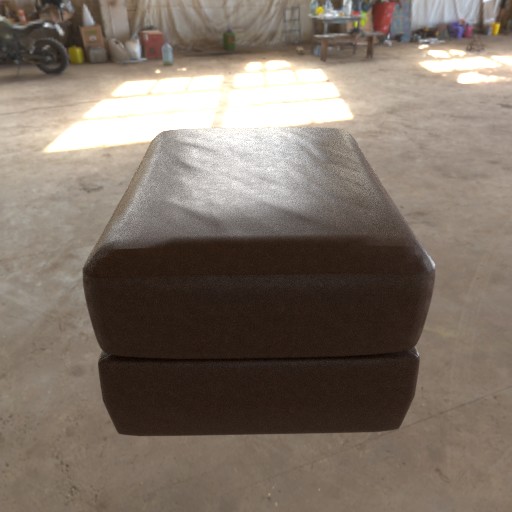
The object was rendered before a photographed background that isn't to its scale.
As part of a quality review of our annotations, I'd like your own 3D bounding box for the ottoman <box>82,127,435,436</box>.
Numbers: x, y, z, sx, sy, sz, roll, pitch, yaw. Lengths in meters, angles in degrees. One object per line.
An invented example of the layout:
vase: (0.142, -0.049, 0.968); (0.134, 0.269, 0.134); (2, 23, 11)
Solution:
ottoman: (0.000, 0.000, 1.098); (0.603, 0.476, 0.751); (-1, 33, -1)
